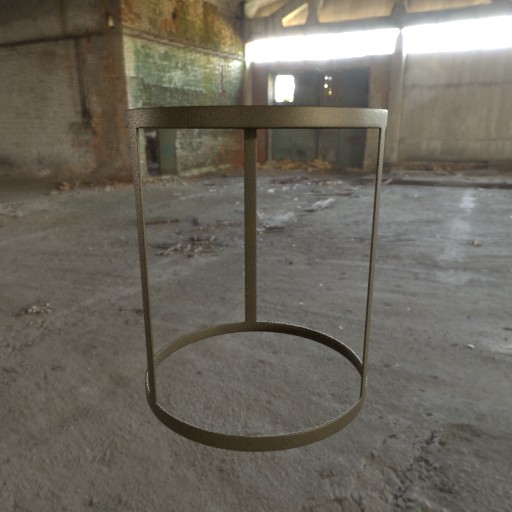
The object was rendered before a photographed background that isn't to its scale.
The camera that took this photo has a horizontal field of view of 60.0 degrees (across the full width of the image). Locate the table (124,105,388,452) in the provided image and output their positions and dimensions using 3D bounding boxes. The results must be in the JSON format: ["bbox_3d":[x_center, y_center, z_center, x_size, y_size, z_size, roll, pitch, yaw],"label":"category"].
[{"bbox_3d":[0.000,0.000,0.916,0.480,0.565,0.480,0,16,0],"label":"table"}]
